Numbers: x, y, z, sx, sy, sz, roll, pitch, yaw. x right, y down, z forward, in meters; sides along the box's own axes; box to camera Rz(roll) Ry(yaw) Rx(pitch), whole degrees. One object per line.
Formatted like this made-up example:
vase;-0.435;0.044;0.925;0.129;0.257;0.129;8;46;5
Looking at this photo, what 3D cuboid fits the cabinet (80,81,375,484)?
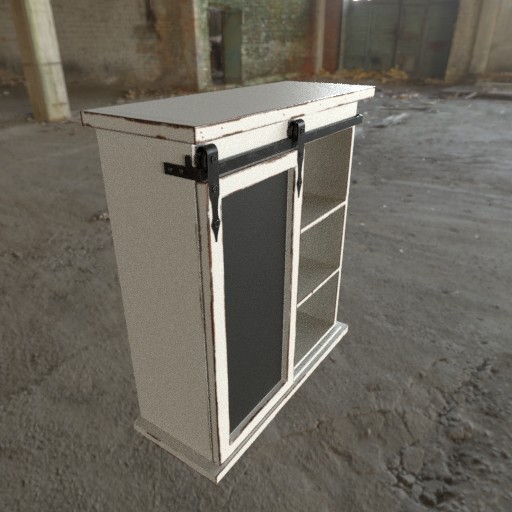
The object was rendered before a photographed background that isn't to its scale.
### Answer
cabinet;0.000;0.000;0.883;0.210;0.603;0.541;17;31;31
